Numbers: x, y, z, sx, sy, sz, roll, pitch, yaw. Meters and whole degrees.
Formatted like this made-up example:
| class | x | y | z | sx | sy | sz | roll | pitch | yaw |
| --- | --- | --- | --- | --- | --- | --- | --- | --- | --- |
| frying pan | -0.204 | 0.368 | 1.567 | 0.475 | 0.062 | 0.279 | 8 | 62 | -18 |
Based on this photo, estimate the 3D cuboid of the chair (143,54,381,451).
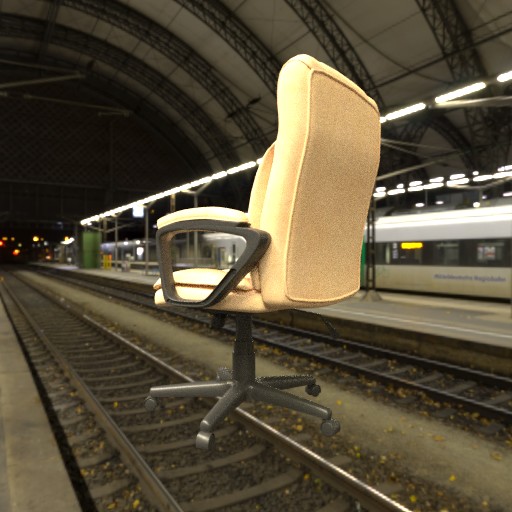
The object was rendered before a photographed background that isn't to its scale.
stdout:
| class | x | y | z | sx | sy | sz | roll | pitch | yaw |
| --- | --- | --- | --- | --- | --- | --- | --- | --- | --- |
| chair | 0.000 | 0.000 | 1.537 | 0.724 | 1.105 | 0.667 | 0 | 0 | 37 |
